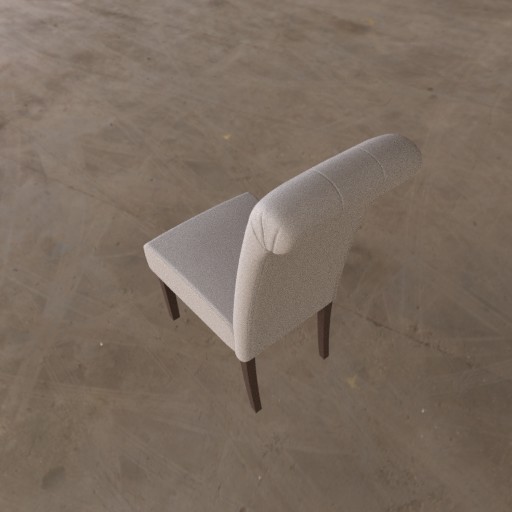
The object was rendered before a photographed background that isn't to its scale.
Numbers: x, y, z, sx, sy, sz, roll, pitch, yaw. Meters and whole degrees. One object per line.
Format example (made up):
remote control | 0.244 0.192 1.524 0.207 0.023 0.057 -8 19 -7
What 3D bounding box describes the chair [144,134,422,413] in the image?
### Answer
chair | 0.000 0.000 1.378 0.456 1.006 0.671 -31 55 -25
